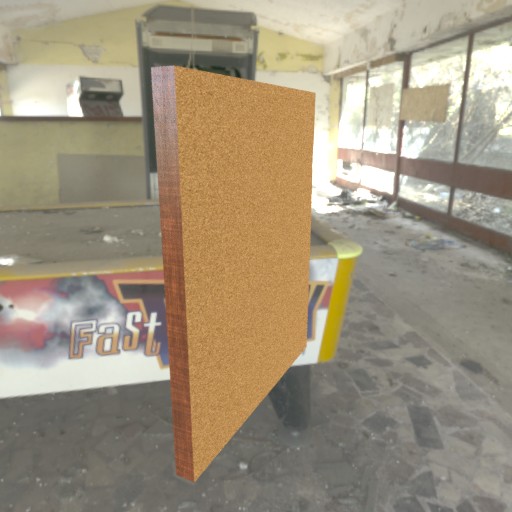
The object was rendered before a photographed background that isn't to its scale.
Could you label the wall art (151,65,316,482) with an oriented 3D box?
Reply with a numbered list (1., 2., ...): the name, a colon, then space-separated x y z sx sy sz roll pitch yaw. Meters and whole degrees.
1. wall art: 0.000 0.000 0.779 0.033 0.567 0.467 8 18 26
